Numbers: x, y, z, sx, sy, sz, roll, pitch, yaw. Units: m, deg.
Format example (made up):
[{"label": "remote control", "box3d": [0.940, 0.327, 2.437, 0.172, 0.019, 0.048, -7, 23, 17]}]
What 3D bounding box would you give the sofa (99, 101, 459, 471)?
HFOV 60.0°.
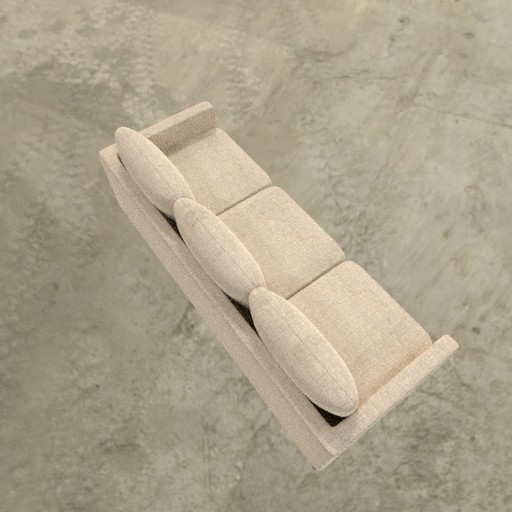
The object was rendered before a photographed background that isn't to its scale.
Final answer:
[{"label": "sofa", "box3d": [0.000, 0.000, 2.648, 0.859, 0.874, 2.218, -32, 64, -18]}]
